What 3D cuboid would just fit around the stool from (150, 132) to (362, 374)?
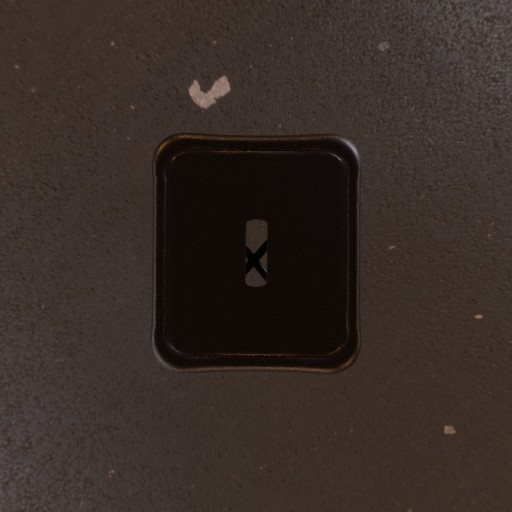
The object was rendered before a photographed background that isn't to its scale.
[{"bbox_3d":[0.000,0.000,0.834,0.359,0.609,0.399,0,89,0],"label":"stool"}]
